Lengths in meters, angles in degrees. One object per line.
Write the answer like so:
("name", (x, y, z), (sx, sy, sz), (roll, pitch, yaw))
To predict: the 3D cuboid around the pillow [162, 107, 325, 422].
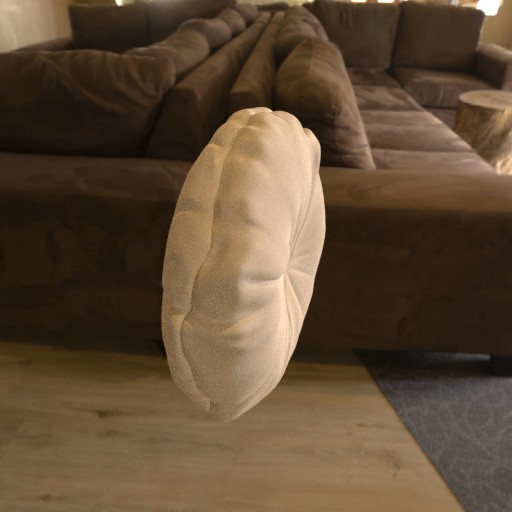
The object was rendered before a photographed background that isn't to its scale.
("pillow", (0.000, 0.000, 0.644), (0.148, 0.407, 0.428), (11, 33, 17))
